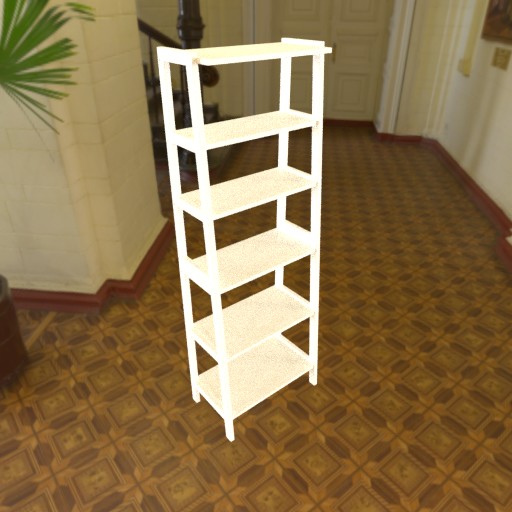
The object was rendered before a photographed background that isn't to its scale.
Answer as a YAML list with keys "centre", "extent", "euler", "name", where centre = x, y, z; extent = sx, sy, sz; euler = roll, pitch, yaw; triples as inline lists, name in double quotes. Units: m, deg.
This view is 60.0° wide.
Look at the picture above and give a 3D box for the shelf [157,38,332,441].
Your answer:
- centre: [0.000, 0.000, 2.196]
  extent: [0.660, 1.892, 0.381]
  euler: [-22, 37, -33]
  name: "shelf"
